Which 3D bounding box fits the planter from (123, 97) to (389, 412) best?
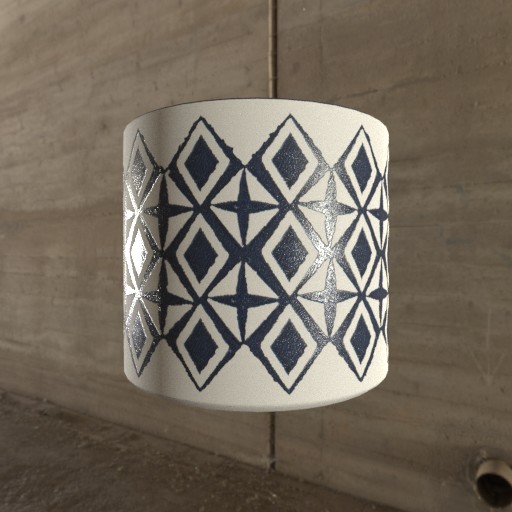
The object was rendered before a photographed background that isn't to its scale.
[{"bbox_3d":[0.000,0.000,0.277,0.159,0.144,0.159,0,1,0],"label":"planter"}]
